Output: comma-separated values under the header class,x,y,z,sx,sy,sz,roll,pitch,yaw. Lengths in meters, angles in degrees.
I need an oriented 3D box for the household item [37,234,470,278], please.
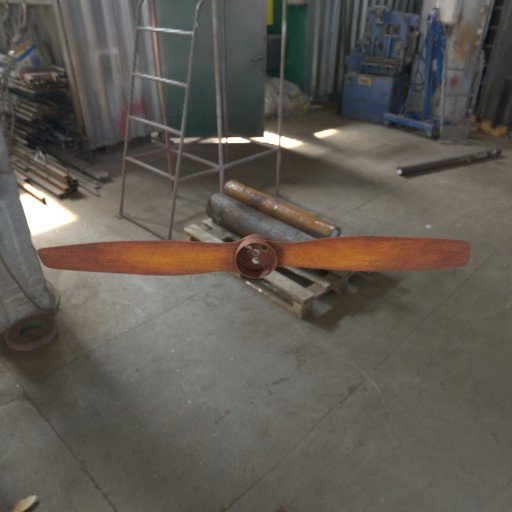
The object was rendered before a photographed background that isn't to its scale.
class,x,y,z,sx,sy,sz,roll,pitch,yaw
household item,0.000,0.000,1.218,1.181,0.121,0.051,0,31,-1
